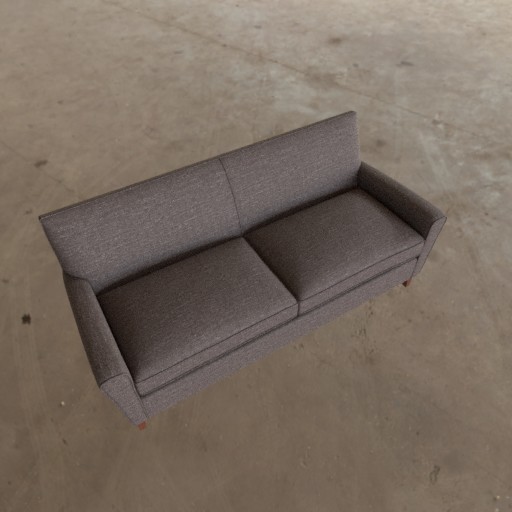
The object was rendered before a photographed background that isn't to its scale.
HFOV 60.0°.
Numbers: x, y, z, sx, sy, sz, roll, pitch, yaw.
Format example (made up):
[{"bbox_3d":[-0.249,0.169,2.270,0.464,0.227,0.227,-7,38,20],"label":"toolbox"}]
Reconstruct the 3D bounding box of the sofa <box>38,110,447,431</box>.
[{"bbox_3d":[0.000,0.000,2.486,1.976,0.846,0.875,-24,52,-20],"label":"sofa"}]
